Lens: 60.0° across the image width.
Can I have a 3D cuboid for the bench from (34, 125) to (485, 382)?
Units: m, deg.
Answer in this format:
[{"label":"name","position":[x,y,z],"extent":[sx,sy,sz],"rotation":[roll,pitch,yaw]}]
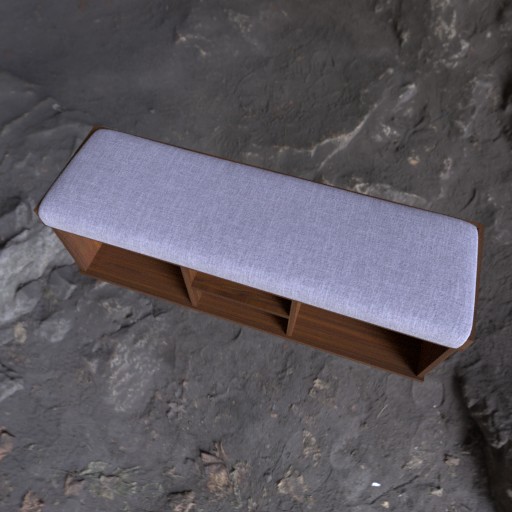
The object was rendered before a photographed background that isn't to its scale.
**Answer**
[{"label":"bench","position":[0.000,0.000,1.390],"extent":[1.196,0.468,0.367],"rotation":[16,61,9]}]
